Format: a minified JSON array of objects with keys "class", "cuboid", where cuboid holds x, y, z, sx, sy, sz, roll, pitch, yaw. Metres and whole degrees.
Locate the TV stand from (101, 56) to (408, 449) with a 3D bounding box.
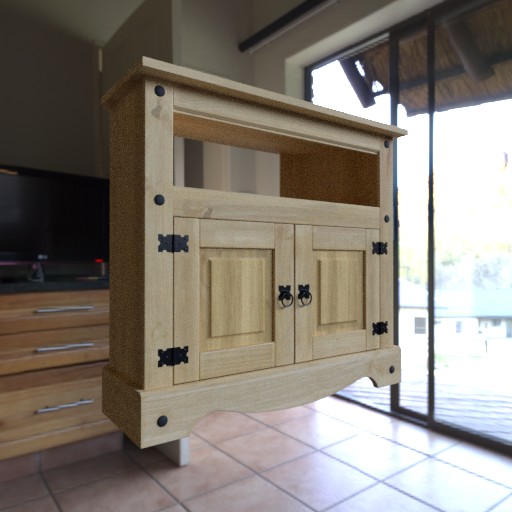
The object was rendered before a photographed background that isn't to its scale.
[{"class":"TV stand","cuboid":[0.000,0.000,1.289,0.851,0.781,0.425,0,-1,-35]}]
